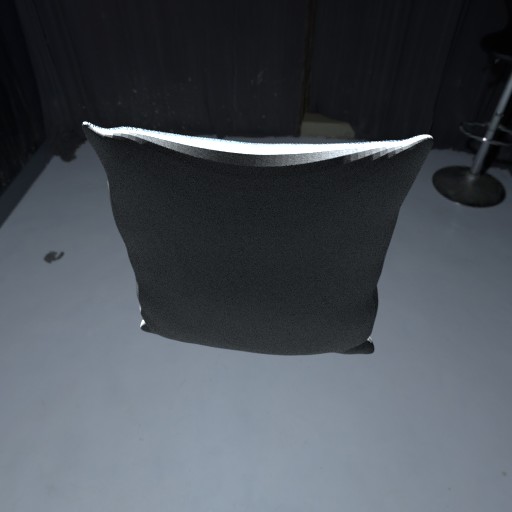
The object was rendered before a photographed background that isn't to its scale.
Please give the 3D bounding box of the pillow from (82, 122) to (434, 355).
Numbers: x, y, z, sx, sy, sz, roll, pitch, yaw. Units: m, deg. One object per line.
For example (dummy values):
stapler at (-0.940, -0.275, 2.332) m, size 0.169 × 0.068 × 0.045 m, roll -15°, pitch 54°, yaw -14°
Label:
pillow at (0.000, 0.000, 0.687) m, size 0.440 × 0.441 × 0.182 m, roll 4°, pitch 45°, yaw 4°
